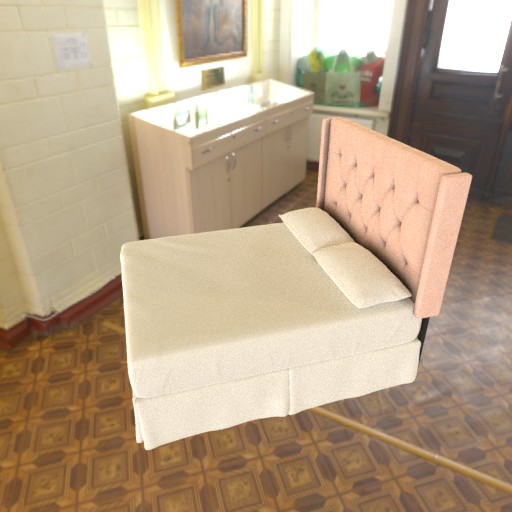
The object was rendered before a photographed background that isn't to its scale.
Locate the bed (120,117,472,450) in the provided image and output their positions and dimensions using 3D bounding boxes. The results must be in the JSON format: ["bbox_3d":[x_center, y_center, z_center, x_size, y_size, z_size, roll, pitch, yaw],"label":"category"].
[{"bbox_3d":[0.000,0.000,3.366,2.066,1.665,1.719,-8,30,-14],"label":"bed"}]
